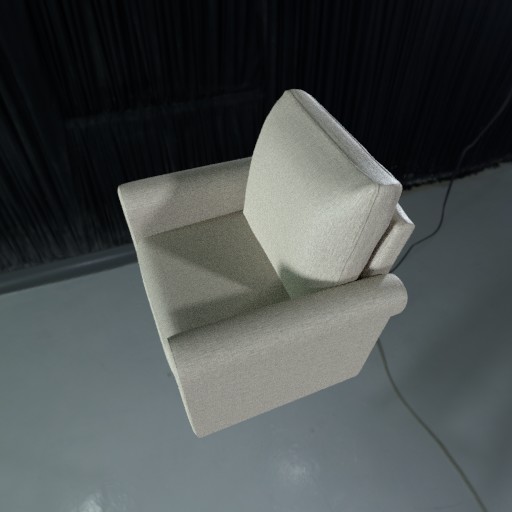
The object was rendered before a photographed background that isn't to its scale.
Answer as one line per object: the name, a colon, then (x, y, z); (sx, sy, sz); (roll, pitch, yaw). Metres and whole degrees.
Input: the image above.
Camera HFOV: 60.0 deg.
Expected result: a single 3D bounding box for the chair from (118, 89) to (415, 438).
chair: (0.000, 0.000, 2.342); (1.180, 1.349, 1.275); (-17, 49, -15)
